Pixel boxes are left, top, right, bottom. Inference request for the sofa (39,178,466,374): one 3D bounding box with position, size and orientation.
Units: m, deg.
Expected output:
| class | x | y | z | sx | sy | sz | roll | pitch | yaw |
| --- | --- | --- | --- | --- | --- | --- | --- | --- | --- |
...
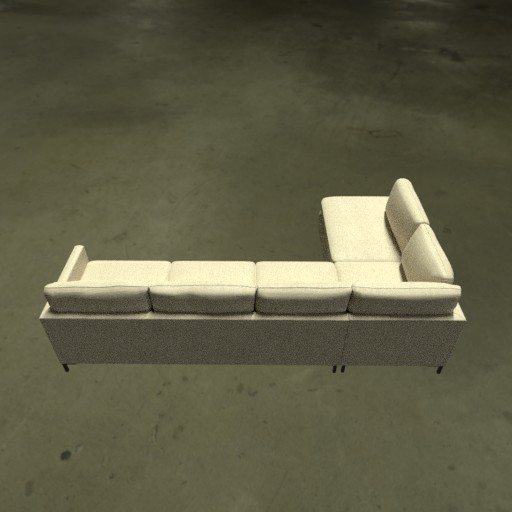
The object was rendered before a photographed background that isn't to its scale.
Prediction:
| class | x | y | z | sx | sy | sz | roll | pitch | yaw |
| --- | --- | --- | --- | --- | --- | --- | --- | --- | --- |
| sofa | 0.000 | 0.000 | 4.380 | 3.384 | 0.996 | 2.048 | 0 | 41 | 0 |
